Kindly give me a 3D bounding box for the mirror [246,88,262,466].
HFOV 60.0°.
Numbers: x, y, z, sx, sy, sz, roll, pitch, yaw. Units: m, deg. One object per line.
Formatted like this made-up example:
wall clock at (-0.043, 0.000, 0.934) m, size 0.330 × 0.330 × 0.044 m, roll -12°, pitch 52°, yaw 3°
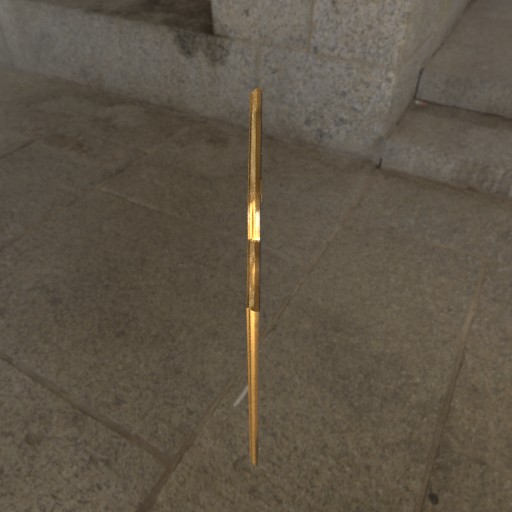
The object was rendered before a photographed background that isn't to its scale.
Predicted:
mirror at (0.000, 0.000, 0.833) m, size 0.018 × 0.635 × 0.513 m, roll 1°, pitch 43°, yaw 1°
